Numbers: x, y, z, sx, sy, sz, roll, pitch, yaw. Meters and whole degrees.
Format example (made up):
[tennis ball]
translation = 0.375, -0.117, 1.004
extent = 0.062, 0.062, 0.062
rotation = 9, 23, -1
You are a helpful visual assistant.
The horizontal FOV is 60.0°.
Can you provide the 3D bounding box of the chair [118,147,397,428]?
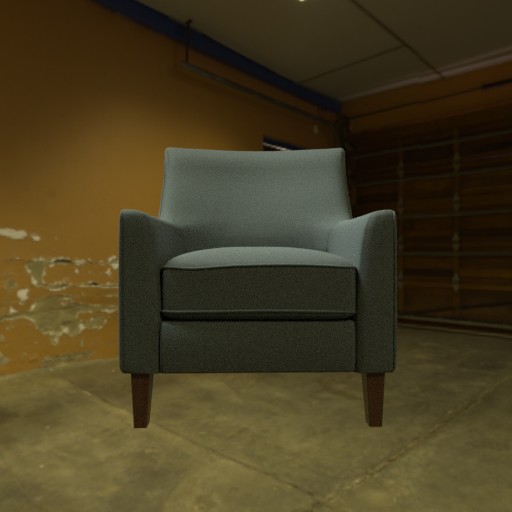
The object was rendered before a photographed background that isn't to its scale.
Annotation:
[chair]
translation = 0.000, 0.000, 1.575
extent = 0.756, 0.916, 0.879
rotation = 0, -1, -1
